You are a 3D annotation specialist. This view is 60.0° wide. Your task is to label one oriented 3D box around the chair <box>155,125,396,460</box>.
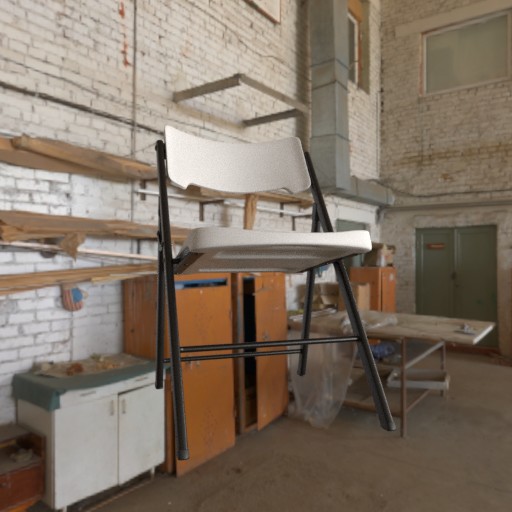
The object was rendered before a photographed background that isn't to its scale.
[{"bbox_3d":[0.000,0.000,1.148,0.482,0.765,0.577,0,0,-18],"label":"chair"}]
